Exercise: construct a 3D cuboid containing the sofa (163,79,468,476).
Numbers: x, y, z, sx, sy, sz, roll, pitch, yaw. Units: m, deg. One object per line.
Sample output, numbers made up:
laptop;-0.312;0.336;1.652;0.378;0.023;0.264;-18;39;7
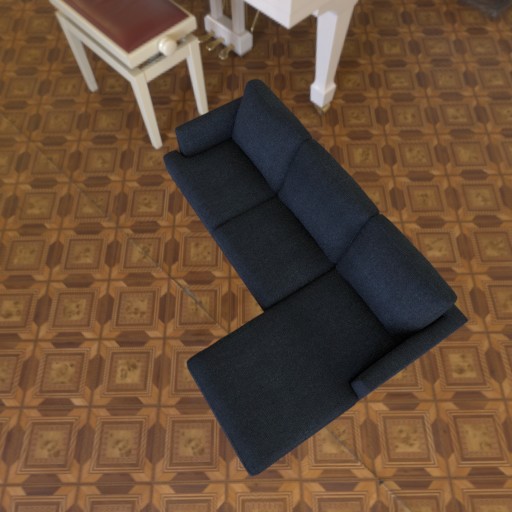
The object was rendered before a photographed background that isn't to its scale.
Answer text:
sofa;0.000;0.000;2.985;1.504;0.956;2.233;-30;67;-14
